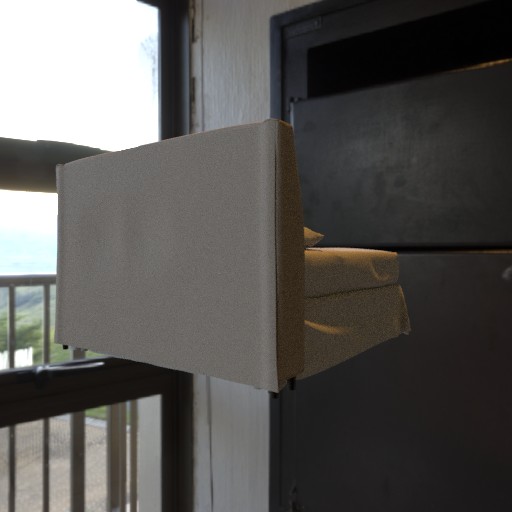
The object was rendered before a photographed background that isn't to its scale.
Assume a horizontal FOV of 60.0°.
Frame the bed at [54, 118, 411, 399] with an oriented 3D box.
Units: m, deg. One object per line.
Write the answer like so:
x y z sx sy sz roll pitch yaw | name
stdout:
0.000 0.000 3.501 1.925 1.332 2.276 0 0 36 | bed
